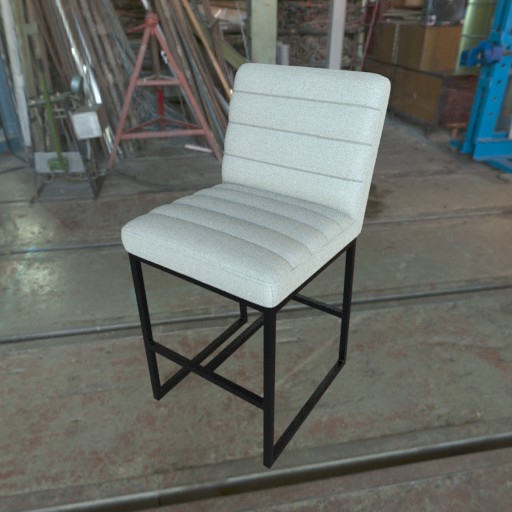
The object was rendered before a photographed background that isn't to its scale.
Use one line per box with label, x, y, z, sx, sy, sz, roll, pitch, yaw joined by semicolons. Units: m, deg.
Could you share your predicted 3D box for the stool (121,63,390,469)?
stool;0.000;0.000;1.248;0.460;0.940;0.560;19;35;29
